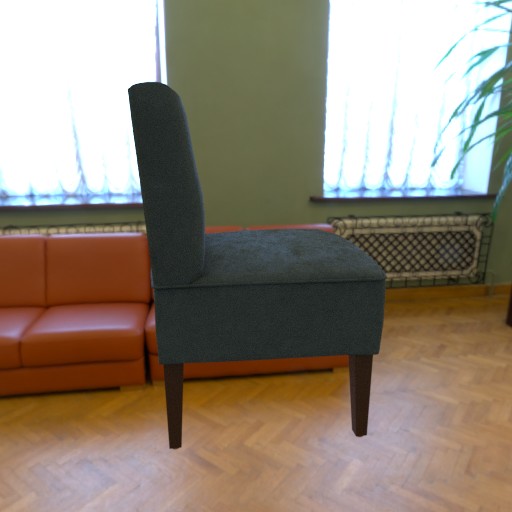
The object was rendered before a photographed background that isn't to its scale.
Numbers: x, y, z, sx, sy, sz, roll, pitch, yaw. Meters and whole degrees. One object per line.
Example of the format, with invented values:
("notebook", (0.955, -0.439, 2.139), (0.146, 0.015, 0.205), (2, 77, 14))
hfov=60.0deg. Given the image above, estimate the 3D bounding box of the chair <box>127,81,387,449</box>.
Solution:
("chair", (0.000, 0.000, 1.149), (0.551, 0.806, 0.521), (-3, 16, -9))
